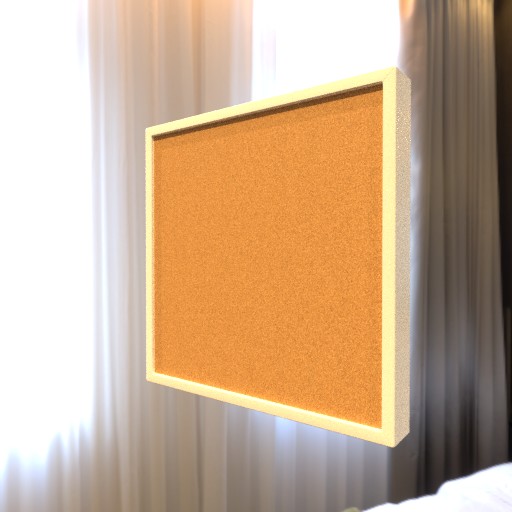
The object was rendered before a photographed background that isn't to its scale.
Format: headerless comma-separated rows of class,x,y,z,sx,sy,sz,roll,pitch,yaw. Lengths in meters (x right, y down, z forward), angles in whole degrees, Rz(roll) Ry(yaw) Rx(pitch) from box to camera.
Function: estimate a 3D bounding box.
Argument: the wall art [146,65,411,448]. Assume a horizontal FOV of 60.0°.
wall art,0.000,0.000,0.458,0.305,0.305,0.038,1,1,37
